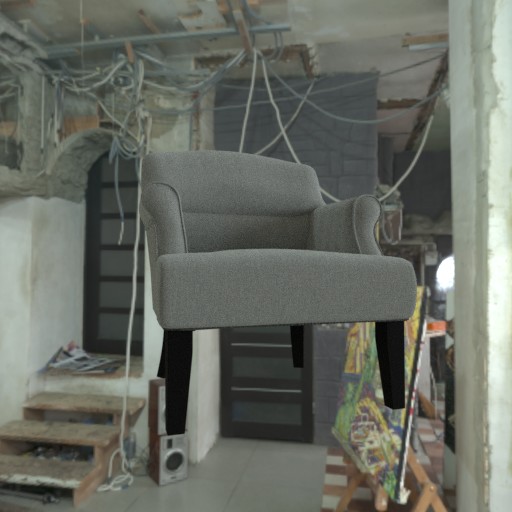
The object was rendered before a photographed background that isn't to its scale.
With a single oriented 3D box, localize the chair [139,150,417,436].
[{"bbox_3d":[0.000,0.000,1.487,0.772,0.880,0.755,1,-2,-18],"label":"chair"}]
